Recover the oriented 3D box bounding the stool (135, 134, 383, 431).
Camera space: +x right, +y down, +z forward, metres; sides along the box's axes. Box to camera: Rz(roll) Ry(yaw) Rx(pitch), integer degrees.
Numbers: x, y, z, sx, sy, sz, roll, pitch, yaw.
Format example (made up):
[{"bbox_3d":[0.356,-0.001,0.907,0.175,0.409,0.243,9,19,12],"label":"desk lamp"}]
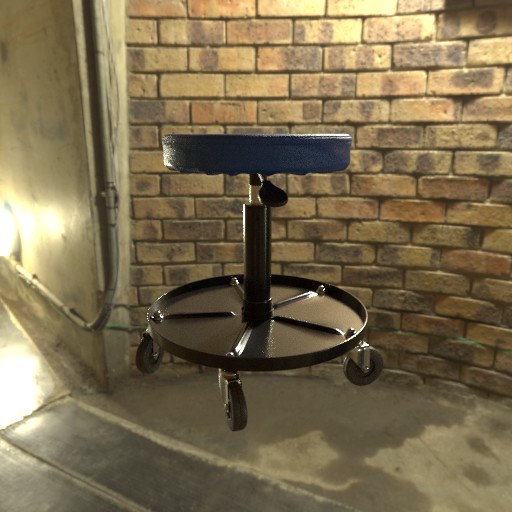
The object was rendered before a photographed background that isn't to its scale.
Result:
[{"bbox_3d":[0.000,0.000,0.687,0.381,0.365,0.382,-3,16,-10],"label":"stool"}]
